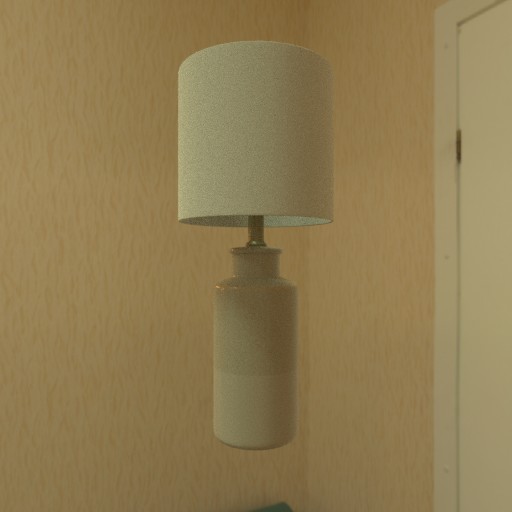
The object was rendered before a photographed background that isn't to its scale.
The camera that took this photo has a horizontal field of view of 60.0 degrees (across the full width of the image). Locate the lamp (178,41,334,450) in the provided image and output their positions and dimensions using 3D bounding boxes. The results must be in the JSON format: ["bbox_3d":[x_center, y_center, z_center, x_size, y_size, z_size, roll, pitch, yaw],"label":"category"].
[{"bbox_3d":[0.000,0.000,0.613,0.212,0.493,0.212,0,0,34],"label":"lamp"}]
